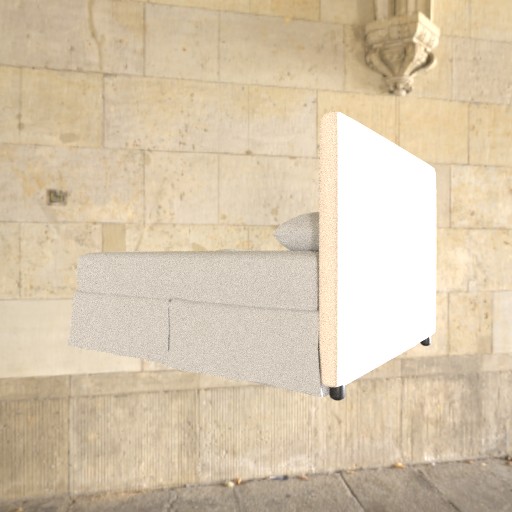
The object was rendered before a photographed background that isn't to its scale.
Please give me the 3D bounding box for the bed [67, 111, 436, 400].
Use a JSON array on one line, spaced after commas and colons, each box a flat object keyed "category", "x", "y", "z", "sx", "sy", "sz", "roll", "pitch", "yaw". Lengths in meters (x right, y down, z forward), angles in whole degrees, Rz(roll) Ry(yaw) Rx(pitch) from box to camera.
[{"category": "bed", "x": 0.000, "y": 0.000, "z": 3.254, "sx": 2.142, "sy": 1.330, "sz": 1.748, "roll": 0, "pitch": 0, "yaw": 36}]
